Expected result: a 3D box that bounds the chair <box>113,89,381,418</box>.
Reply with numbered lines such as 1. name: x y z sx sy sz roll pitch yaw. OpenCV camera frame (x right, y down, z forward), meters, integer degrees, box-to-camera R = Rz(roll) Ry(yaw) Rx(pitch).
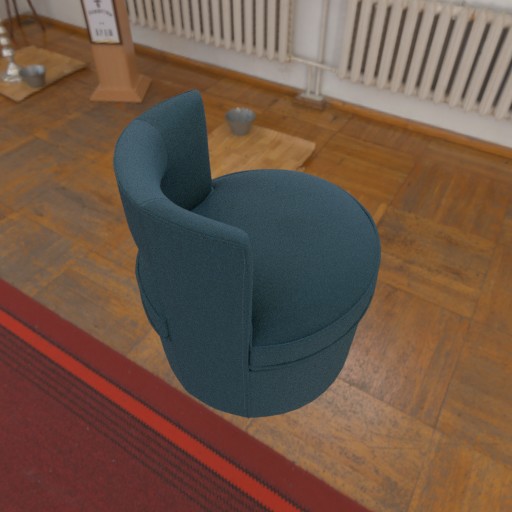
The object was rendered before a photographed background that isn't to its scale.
1. chair: 0.000 0.000 1.236 0.660 0.711 0.684 -9 45 -9
